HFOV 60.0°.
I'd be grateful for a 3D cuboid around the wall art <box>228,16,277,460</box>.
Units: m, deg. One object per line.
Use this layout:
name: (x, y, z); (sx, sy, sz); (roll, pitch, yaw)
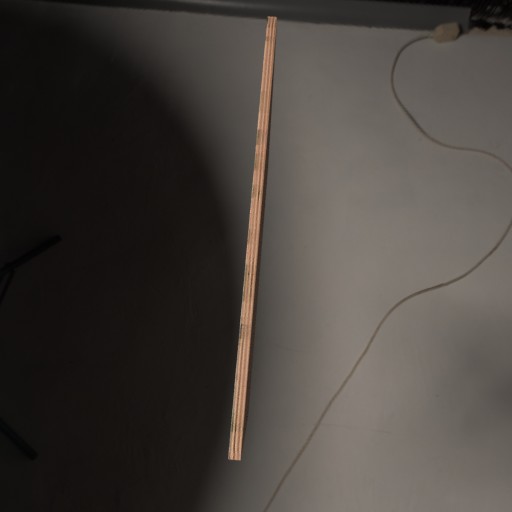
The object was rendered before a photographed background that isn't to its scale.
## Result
wall art: (0.000, 0.000, 0.682); (0.012, 0.408, 0.508); (4, 76, 1)
